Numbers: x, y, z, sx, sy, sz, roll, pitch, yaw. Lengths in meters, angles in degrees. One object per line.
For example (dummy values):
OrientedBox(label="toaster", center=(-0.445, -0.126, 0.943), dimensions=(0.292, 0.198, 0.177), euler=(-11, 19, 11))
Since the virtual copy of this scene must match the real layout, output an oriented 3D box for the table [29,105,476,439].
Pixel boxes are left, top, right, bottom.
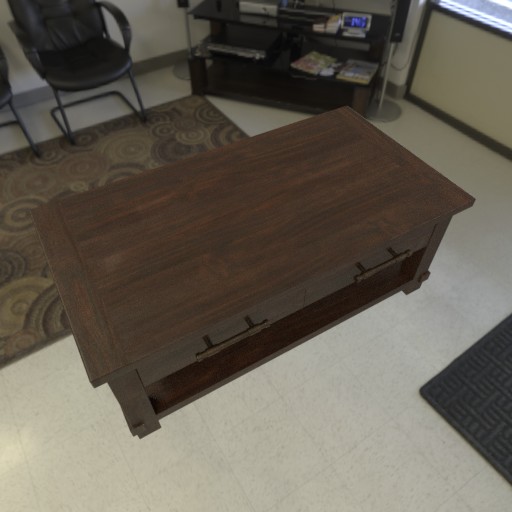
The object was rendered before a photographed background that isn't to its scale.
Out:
OrientedBox(label="table", center=(0.000, 0.000, 1.602), dimensions=(1.270, 0.494, 0.700), euler=(-23, 52, -20))
